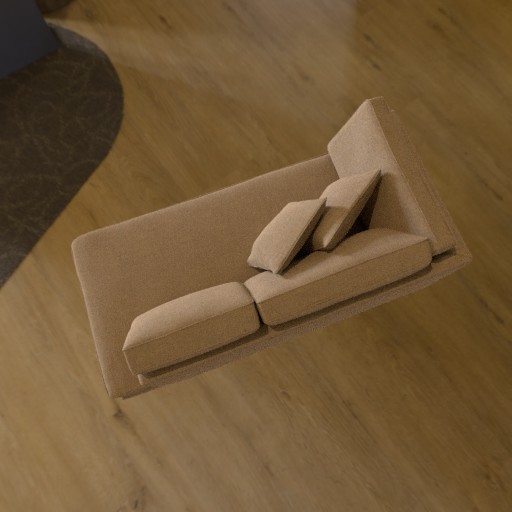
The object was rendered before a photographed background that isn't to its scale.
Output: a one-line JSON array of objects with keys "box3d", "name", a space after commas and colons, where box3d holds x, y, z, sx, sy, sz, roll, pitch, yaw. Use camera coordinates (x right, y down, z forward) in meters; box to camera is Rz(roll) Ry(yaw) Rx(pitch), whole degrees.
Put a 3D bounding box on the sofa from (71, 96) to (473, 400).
[{"box3d": [0.000, 0.000, 2.826, 2.238, 1.019, 1.110, -20, 75, -5], "name": "sofa"}]
